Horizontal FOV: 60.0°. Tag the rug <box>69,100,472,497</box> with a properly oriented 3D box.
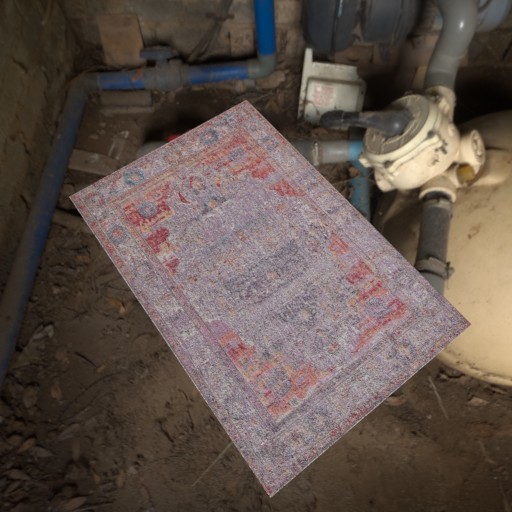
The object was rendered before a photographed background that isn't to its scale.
[{"bbox_3d":[0.000,0.000,2.291,1.219,0.005,1.829,-34,68,-16],"label":"rug"}]
